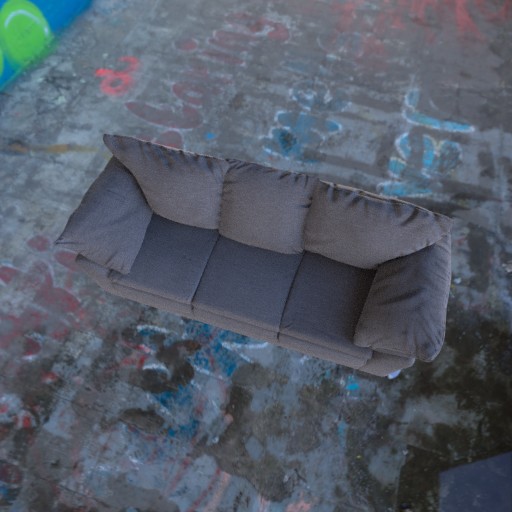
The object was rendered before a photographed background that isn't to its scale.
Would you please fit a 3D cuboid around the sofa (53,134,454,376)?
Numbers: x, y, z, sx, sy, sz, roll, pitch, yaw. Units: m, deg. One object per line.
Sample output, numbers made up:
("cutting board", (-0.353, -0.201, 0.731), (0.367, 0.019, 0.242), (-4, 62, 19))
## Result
("sofa", (0.000, 0.000, 2.938), (2.390, 1.043, 0.927), (15, 60, 9))
